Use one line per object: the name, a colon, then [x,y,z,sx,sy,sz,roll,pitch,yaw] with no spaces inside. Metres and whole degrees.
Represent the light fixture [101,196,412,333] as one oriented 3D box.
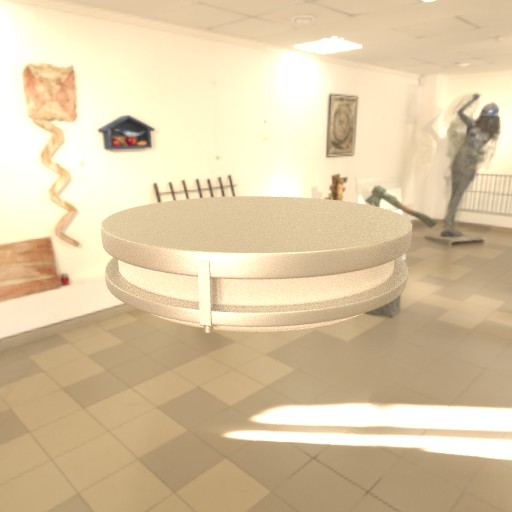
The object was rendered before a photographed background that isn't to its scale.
light fixture: [0.000,0.000,0.545,0.356,0.102,0.356,0,15,0]
